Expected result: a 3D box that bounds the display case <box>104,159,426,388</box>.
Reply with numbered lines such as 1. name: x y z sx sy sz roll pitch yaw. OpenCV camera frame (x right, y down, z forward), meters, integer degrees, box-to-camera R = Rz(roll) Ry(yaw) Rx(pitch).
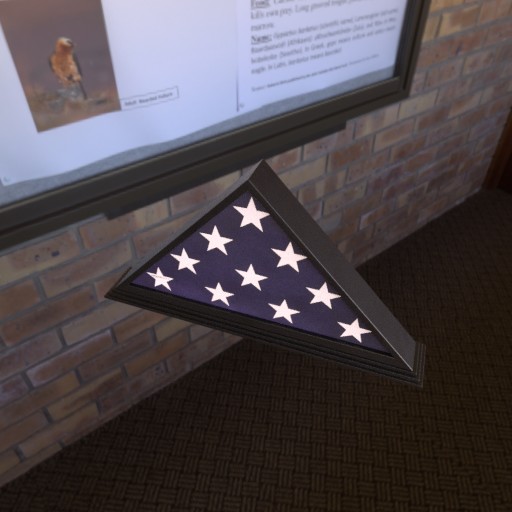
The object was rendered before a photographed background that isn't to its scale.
1. display case: 0.000 0.000 0.768 0.640 0.340 0.095 13 42 15
